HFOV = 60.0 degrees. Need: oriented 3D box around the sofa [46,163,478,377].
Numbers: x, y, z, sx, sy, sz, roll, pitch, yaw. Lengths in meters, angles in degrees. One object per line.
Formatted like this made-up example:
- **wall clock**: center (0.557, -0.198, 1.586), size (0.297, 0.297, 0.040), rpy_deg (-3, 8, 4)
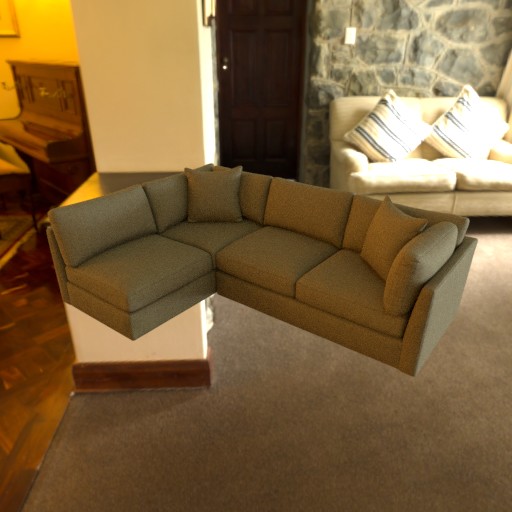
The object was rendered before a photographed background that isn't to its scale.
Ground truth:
- **sofa**: center (0.000, 0.000, 3.658), size (2.896, 0.978, 1.994), rpy_deg (18, 31, 33)
